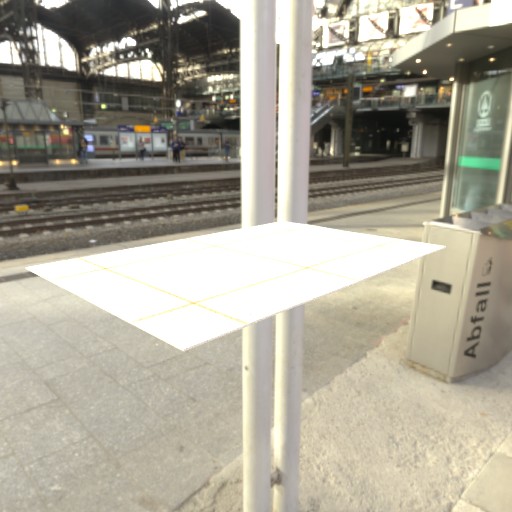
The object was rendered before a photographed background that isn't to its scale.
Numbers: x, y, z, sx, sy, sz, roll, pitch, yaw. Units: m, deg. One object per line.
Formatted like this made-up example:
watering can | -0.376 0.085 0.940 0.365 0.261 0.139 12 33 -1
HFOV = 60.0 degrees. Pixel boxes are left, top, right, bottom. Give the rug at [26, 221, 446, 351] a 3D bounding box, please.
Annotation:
rug | 0.000 0.000 2.287 1.232 0.015 1.825 13 19 43
